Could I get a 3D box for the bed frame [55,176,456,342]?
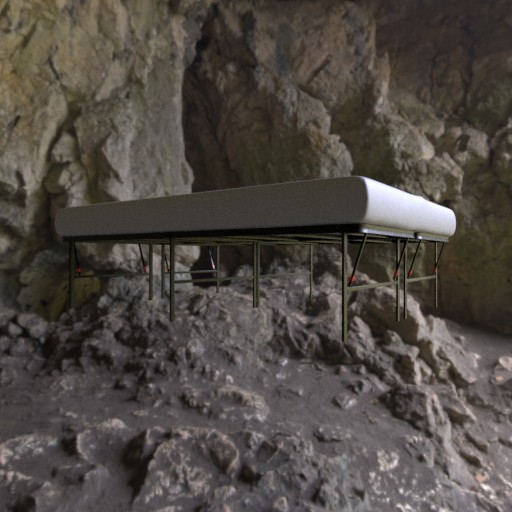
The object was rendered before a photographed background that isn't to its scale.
[{"bbox_3d":[0.000,0.000,2.868,2.151,0.667,1.584,0,0,35],"label":"bed frame"}]
